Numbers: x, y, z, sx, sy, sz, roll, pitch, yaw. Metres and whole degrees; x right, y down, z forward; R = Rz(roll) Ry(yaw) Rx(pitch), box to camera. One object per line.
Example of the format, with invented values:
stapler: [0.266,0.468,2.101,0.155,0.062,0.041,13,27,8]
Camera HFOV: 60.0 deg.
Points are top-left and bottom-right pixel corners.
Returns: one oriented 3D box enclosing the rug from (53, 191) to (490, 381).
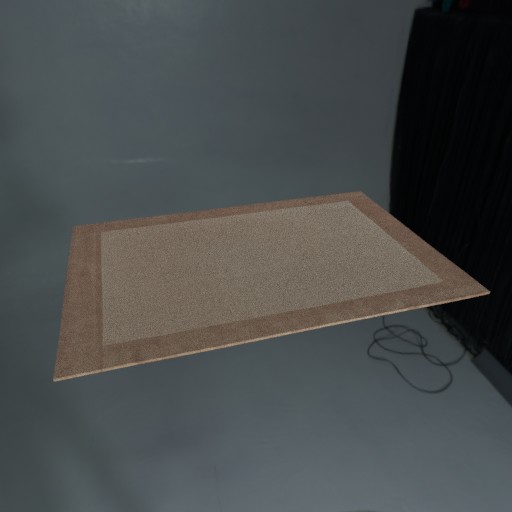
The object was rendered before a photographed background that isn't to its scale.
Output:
rug: [0.000,0.000,2.261,1.829,0.014,1.219,-9,32,-14]
